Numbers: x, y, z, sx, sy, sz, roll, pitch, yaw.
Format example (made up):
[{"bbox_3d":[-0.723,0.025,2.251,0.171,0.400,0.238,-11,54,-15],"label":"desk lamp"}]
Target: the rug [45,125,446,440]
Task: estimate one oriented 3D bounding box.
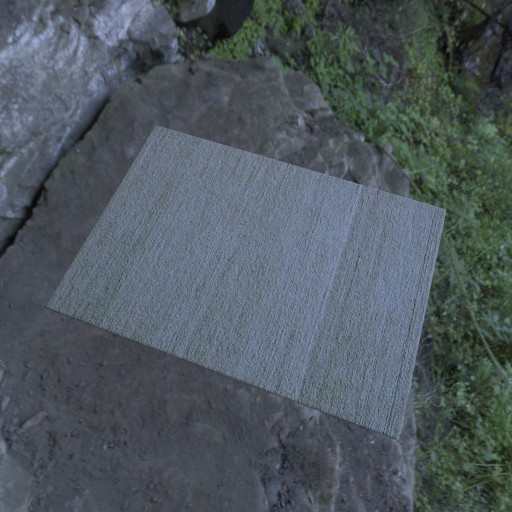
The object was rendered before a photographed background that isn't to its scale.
[{"bbox_3d":[0.000,0.000,5.137,3.935,0.025,2.782,18,65,9],"label":"rug"}]
